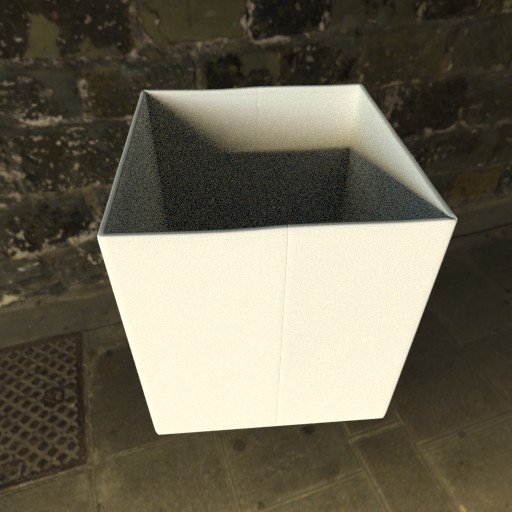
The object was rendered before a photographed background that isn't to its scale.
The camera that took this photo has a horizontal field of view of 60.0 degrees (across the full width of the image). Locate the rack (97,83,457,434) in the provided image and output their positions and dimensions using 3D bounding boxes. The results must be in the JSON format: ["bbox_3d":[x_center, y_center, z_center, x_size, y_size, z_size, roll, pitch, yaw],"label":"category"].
[{"bbox_3d":[0.000,0.000,0.496,0.270,0.280,0.270,-3,41,-3],"label":"rack"}]
